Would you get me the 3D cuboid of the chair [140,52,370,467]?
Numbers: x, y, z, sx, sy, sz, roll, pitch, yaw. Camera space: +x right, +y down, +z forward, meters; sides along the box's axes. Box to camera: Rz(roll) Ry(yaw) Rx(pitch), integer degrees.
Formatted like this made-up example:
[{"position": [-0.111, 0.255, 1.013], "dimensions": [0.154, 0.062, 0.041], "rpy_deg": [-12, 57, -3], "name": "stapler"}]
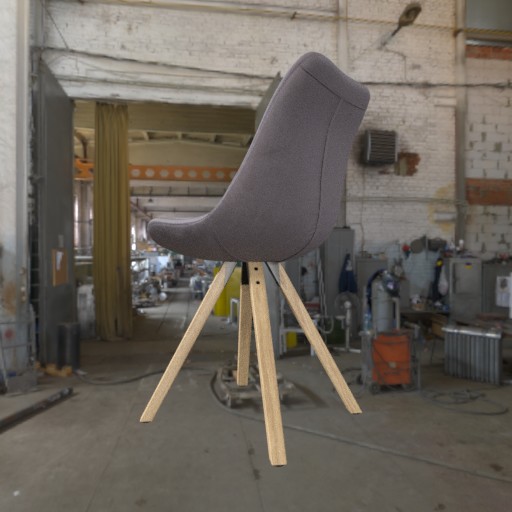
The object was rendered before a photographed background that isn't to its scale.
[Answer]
[{"position": [0.000, 0.000, 1.192], "dimensions": [0.547, 0.865, 0.483], "rpy_deg": [0, 0, 37], "name": "chair"}]
